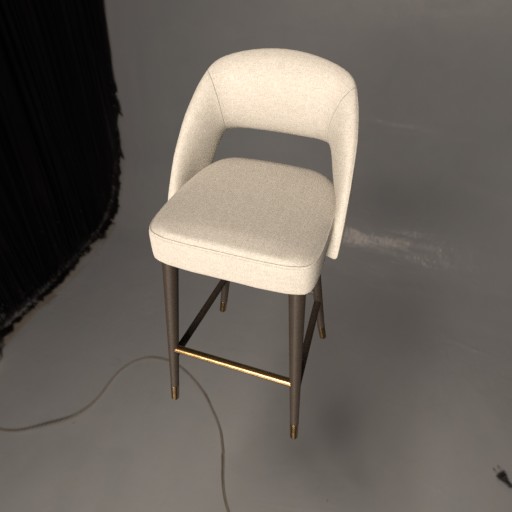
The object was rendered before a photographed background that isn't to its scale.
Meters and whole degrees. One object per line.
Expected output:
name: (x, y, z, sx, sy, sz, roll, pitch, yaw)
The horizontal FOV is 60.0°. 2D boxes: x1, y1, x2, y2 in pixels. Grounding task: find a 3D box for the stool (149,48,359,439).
stool: (0.000, 0.000, 1.328, 0.494, 1.037, 0.509, 13, 43, 14)
